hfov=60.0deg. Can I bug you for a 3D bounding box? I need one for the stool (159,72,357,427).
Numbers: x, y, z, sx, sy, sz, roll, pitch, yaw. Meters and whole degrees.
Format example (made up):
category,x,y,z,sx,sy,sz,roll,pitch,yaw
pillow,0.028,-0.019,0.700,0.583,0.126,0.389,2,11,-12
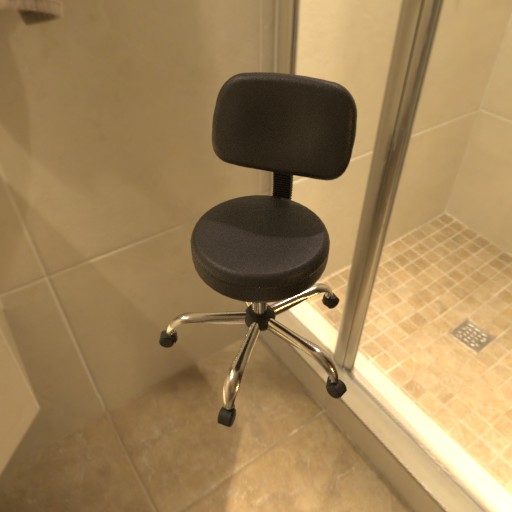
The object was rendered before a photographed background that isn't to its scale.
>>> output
category,x,y,z,sx,sy,sz,roll,pitch,yaw
stool,0.000,0.000,1.302,0.673,0.862,0.648,12,42,13
